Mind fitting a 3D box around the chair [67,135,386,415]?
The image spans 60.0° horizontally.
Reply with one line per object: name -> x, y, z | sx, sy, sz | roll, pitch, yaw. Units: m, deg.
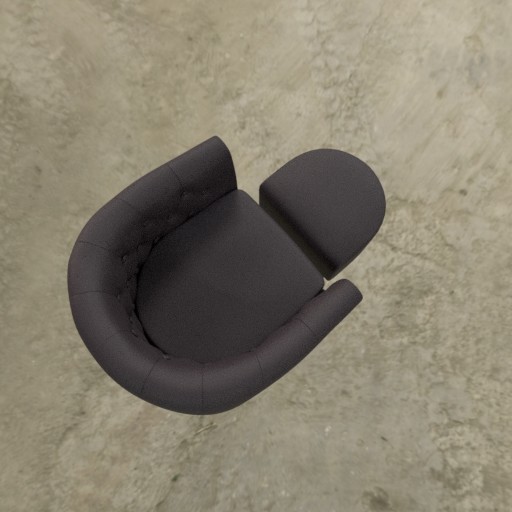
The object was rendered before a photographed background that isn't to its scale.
chair -> 0.000, 0.000, 1.638 | 1.191, 0.760, 0.763 | -39, 78, -10
